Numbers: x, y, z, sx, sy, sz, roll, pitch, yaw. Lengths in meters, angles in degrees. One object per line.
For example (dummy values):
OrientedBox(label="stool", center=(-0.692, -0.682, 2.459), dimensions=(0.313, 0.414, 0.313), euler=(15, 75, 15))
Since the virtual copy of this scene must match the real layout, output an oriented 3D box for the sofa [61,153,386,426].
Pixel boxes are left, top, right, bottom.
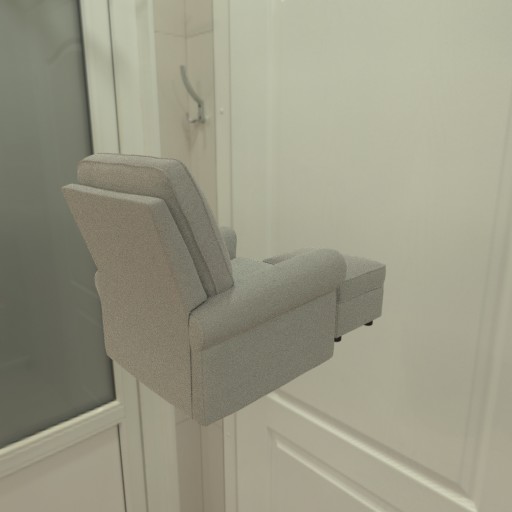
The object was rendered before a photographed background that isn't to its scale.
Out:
OrientedBox(label="sofa", center=(0.000, 0.000, 2.083), dimensions=(1.478, 0.959, 0.880), euler=(-14, 20, -42))
